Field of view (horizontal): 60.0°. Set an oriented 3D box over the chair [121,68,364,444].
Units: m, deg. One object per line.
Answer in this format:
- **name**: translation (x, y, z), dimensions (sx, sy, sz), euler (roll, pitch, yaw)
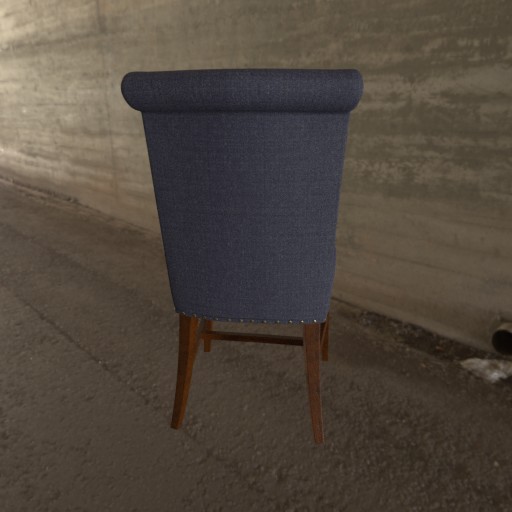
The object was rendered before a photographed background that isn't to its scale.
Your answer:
- **chair**: translation (0.000, 0.000, 1.319), dimensions (0.513, 0.988, 0.608), euler (3, 19, 8)
